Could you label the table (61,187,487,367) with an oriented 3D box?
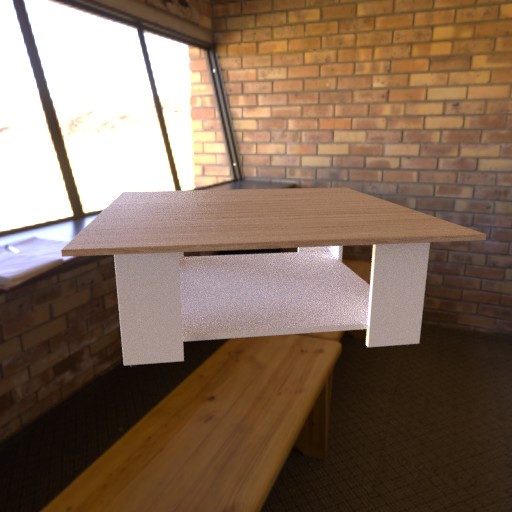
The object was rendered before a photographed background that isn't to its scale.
[{"bbox_3d":[0.000,0.000,1.374,0.890,0.305,0.890,-2,16,-8],"label":"table"}]
